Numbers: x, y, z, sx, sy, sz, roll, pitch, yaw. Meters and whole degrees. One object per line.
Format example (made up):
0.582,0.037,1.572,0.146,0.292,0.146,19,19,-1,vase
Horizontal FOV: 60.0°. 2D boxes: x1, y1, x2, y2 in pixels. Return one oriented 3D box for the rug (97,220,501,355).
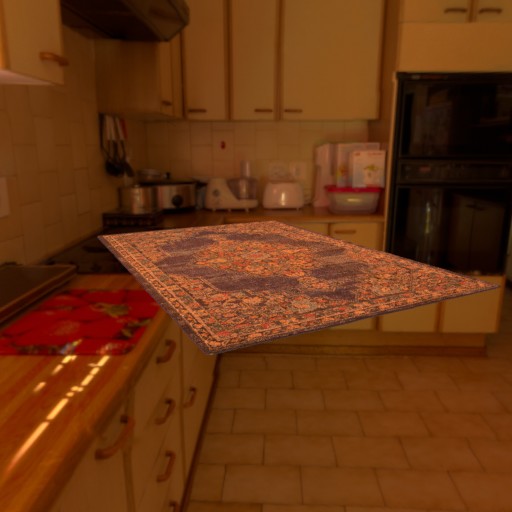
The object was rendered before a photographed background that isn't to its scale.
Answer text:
0.000,0.000,3.647,2.053,0.011,2.940,-7,16,-27,rug
